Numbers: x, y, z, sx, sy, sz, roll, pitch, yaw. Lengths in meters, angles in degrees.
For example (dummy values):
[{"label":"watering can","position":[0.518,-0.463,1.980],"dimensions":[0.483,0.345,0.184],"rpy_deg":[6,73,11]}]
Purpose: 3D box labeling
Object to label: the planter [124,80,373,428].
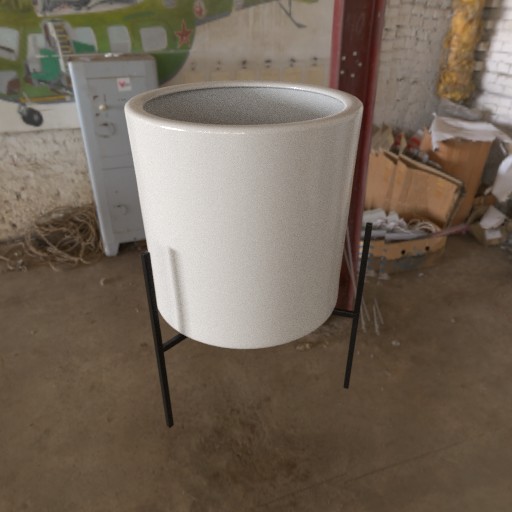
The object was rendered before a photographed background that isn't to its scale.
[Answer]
[{"label":"planter","position":[0.000,0.000,0.634],"dimensions":[0.308,0.431,0.307],"rpy_deg":[9,31,15]}]
